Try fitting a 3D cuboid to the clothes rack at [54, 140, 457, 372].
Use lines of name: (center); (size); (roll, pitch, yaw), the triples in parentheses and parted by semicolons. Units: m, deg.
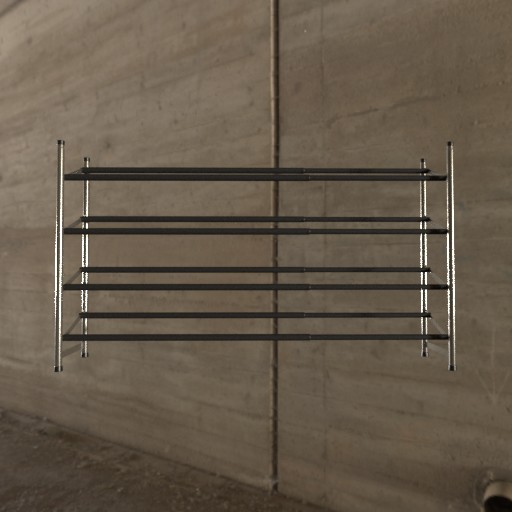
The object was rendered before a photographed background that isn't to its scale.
clothes rack: (0.000, 0.000, 1.399); (1.168, 0.672, 0.229); (0, -1, -1)
